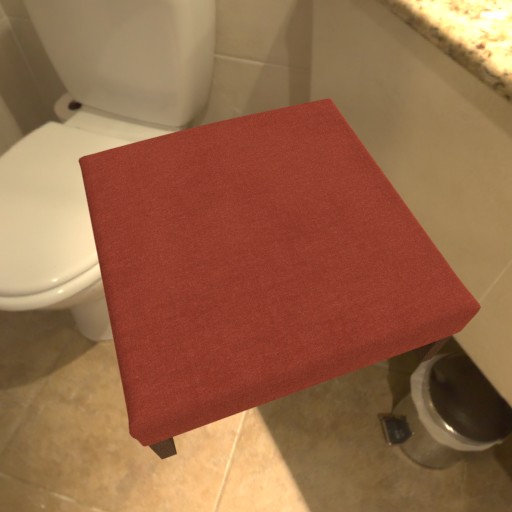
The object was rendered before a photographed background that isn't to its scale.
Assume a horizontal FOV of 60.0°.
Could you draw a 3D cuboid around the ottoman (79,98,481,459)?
[{"bbox_3d":[0.000,0.000,1.387,0.890,0.411,0.889,-17,58,-11],"label":"ottoman"}]
